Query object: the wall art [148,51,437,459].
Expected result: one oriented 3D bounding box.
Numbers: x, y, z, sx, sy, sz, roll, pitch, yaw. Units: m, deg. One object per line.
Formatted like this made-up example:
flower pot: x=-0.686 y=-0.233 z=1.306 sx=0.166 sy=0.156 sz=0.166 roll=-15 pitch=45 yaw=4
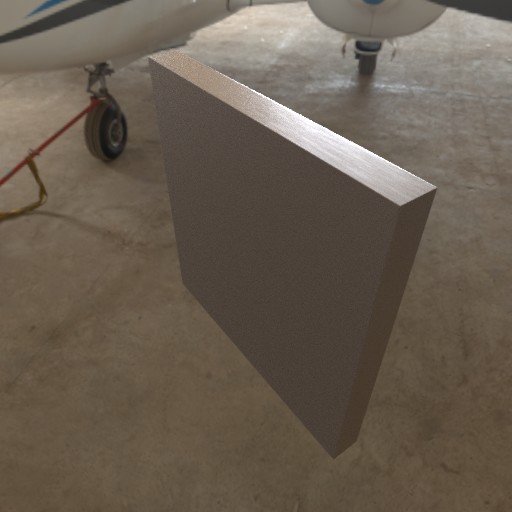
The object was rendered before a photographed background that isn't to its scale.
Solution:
wall art: x=0.000 y=0.000 z=0.502 sx=0.038 sy=0.350 sz=0.350 roll=-26 pitch=48 yaw=-26
